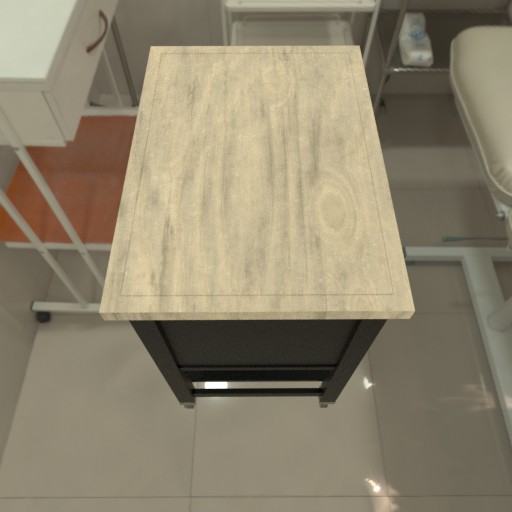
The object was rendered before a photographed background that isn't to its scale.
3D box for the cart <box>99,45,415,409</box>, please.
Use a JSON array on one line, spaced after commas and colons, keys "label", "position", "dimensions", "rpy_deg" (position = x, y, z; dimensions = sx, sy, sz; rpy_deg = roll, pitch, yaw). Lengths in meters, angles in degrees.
[{"label": "cart", "position": [0.000, 0.000, 1.394], "dimensions": [0.567, 0.920, 0.797], "rpy_deg": [0, 59, 0]}]
